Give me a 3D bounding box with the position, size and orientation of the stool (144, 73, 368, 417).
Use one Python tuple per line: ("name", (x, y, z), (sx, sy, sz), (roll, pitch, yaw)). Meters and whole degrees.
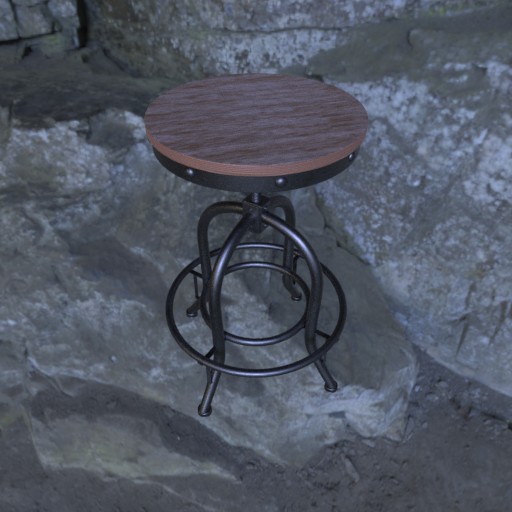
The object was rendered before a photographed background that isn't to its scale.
("stool", (0.000, 0.000, 0.901), (0.439, 0.609, 0.439), (23, 46, 25))
